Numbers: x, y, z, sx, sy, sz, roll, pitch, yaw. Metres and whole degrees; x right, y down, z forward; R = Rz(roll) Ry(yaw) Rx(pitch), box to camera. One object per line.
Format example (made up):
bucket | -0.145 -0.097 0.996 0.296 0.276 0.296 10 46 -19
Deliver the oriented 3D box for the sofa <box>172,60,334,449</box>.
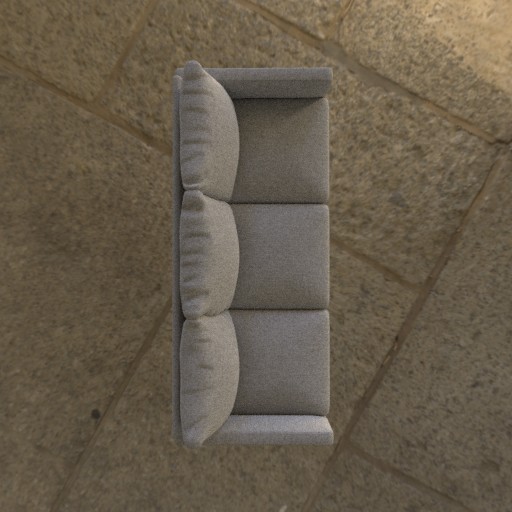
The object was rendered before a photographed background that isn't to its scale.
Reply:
sofa | 0.000 0.000 2.491 0.850 0.830 2.000 0 89 0
